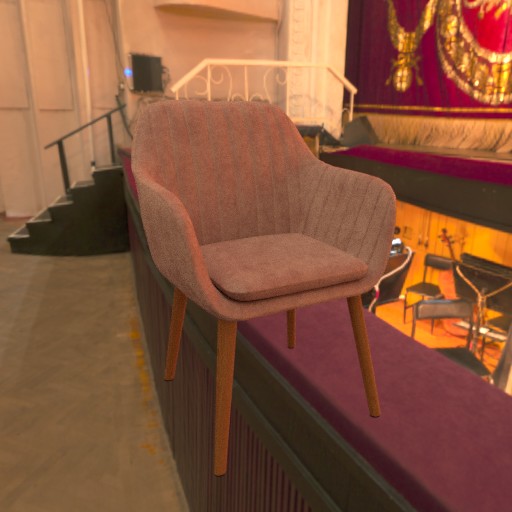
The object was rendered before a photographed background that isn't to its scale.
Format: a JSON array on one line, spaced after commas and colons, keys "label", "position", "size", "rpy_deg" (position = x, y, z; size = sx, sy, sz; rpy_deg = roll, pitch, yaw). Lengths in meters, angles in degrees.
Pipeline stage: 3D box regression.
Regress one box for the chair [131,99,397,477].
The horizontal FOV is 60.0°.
[{"label": "chair", "position": [0.000, 0.000, 1.228], "size": [0.610, 0.832, 0.570], "rpy_deg": [-9, 19, -26]}]
